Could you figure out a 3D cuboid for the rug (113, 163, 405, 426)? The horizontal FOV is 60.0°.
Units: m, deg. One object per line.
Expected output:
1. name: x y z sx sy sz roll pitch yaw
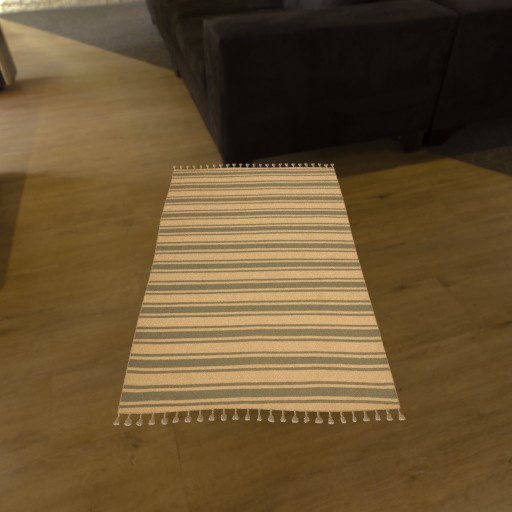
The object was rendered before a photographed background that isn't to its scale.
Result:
1. rug: 0.000 0.000 2.612 1.222 0.009 2.084 -1 42 -1
